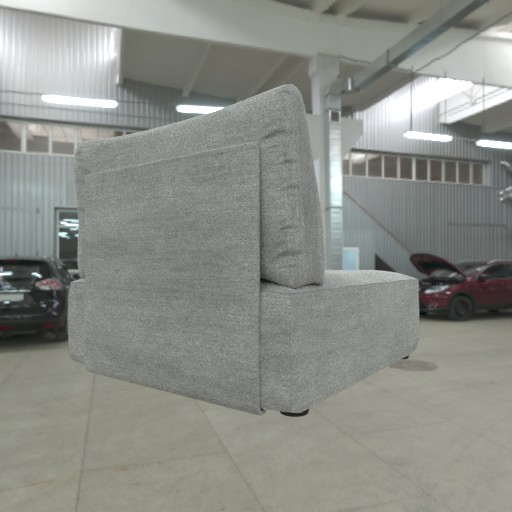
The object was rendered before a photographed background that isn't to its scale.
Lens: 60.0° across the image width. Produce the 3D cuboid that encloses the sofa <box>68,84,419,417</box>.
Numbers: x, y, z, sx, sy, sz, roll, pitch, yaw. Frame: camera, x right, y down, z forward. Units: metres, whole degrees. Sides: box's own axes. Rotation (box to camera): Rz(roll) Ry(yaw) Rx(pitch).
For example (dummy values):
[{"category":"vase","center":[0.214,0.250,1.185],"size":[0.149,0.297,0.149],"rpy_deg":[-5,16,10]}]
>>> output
[{"category":"sofa","center":[0.000,0.000,1.692],"size":[0.930,0.820,1.000],"rpy_deg":[0,-1,36]}]
